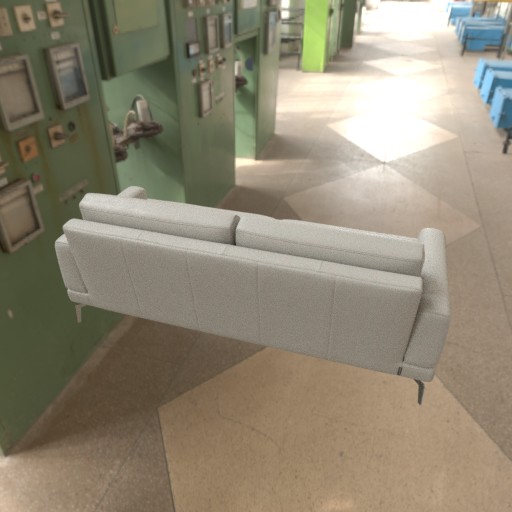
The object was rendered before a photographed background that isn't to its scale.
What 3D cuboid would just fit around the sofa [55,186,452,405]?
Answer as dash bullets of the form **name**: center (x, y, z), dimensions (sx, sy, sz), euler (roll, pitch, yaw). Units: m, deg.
- **sofa**: center (0.000, 0.000, 2.425), dimensions (1.940, 0.765, 0.974), euler (10, 34, 15)
